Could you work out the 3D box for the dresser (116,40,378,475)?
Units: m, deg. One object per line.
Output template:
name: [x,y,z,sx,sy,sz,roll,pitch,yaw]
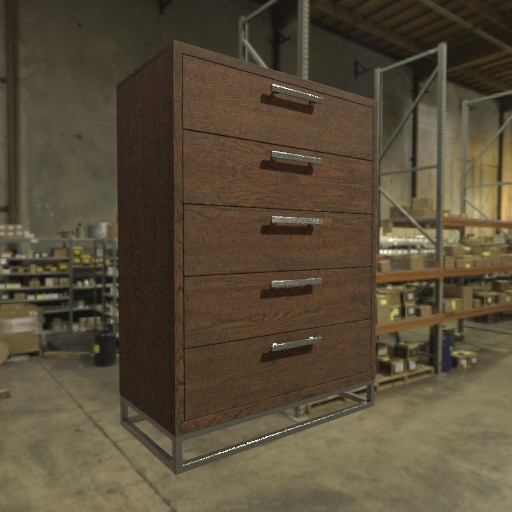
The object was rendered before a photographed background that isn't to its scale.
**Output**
dresser: [0.000,0.000,1.812,0.965,1.321,0.508,-1,2,-37]
